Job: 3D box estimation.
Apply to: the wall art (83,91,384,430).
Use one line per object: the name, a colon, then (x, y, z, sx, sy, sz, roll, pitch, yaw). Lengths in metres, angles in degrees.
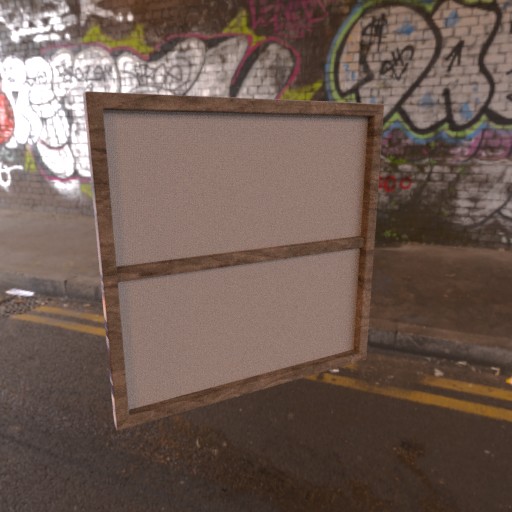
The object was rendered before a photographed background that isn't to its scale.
wall art: (0.000, 0.000, 1.116, 0.747, 0.747, 0.035, -8, 17, -26)
